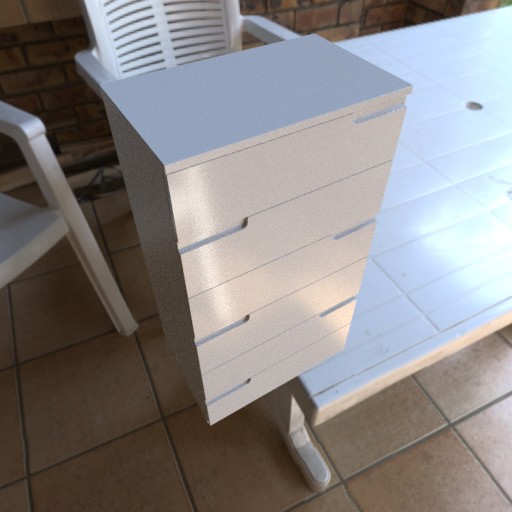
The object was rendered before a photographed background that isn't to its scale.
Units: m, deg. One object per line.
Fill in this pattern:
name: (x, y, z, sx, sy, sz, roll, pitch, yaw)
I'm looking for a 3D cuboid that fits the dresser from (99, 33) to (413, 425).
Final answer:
dresser: (0.000, 0.000, 1.501, 0.650, 1.190, 0.400, -24, 50, -21)
